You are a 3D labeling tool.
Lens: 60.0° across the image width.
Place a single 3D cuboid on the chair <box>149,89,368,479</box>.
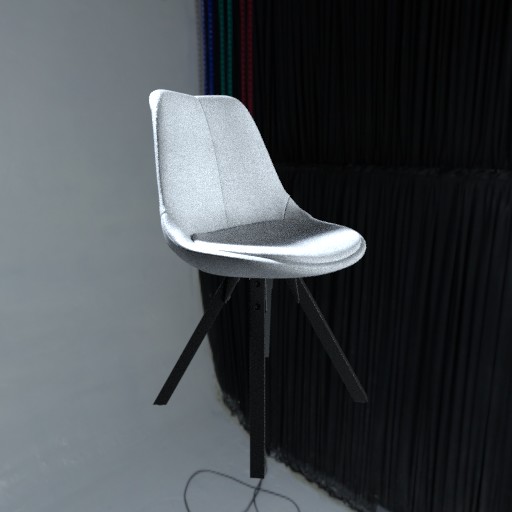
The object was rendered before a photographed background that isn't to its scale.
[{"bbox_3d":[0.000,0.000,1.174,0.550,0.850,0.485,14,20,43],"label":"chair"}]
